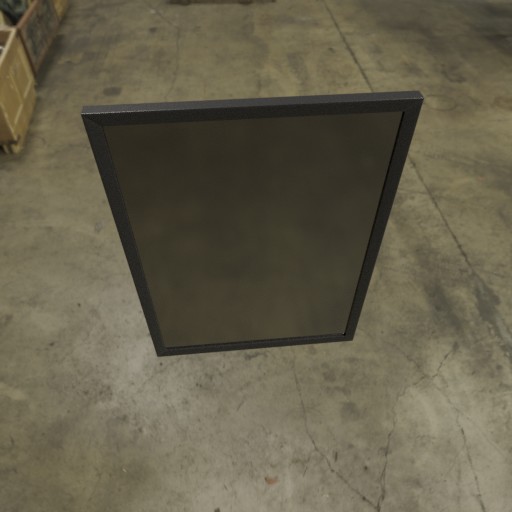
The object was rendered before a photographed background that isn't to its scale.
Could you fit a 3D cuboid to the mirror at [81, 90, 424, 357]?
[{"bbox_3d":[0.000,0.000,1.364,0.762,1.016,0.040,-4,47,-4],"label":"mirror"}]
